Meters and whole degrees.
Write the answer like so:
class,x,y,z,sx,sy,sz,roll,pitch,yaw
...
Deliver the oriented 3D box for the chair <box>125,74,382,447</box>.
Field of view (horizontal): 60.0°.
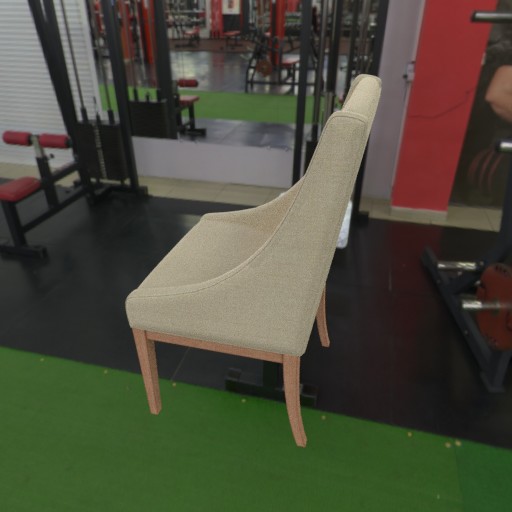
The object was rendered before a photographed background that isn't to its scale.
class,x,y,z,sx,sy,sz,roll,pitch,yaw
chair,0.000,0.000,1.390,0.611,1.021,0.575,9,32,14
